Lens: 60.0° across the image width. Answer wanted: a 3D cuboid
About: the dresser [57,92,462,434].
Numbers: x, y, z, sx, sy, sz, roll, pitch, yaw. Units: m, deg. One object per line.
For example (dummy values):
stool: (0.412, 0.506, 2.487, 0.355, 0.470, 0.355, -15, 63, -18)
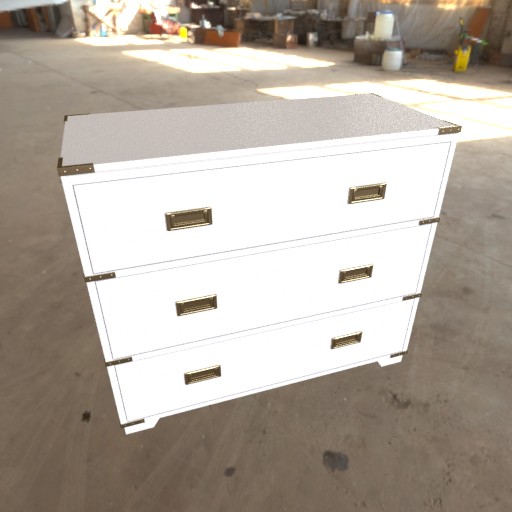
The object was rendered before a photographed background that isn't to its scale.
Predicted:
dresser: (0.000, 0.000, 1.475, 1.022, 0.891, 0.460, -10, 33, -16)
